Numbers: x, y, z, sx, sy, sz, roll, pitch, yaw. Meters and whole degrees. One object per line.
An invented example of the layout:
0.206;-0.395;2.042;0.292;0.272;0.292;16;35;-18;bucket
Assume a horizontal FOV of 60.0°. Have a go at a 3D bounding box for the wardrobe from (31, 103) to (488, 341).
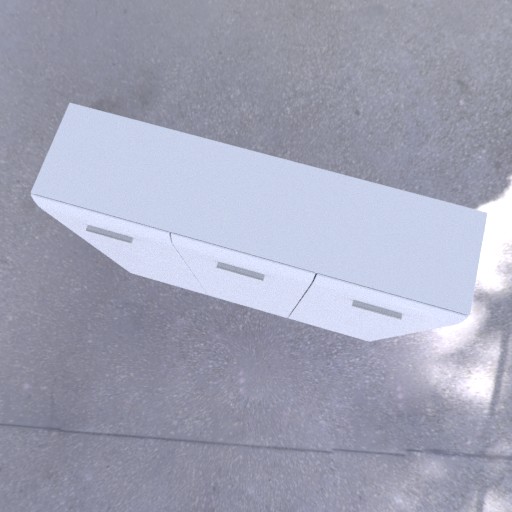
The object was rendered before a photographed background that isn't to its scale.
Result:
0.000;0.000;1.912;1.340;1.200;0.360;16;77;4;wardrobe
